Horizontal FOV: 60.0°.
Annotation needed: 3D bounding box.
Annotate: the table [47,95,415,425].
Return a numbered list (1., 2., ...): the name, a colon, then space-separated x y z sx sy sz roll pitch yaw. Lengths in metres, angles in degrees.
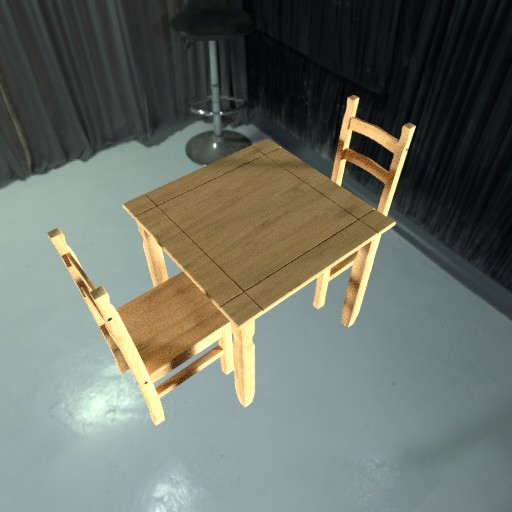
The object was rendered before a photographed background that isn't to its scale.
1. table: 0.000 0.000 2.045 1.501 0.942 0.813 -31 54 -26
